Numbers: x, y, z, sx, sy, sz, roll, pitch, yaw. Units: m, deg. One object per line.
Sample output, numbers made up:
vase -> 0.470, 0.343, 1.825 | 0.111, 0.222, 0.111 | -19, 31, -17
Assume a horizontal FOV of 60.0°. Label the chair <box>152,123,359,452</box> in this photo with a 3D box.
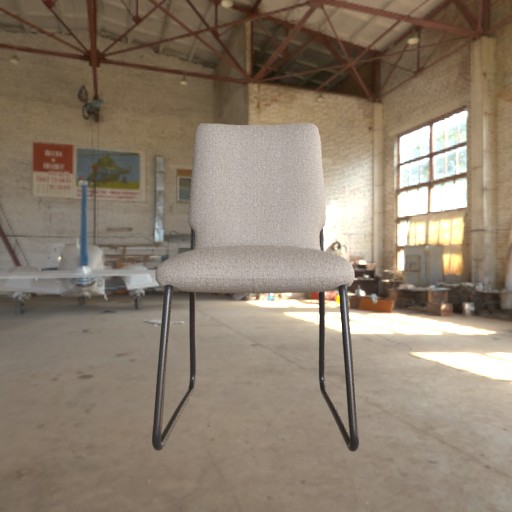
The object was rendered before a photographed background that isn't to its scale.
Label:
chair -> 0.000, 0.000, 1.209 | 0.448, 0.864, 0.560 | 0, -1, 1
